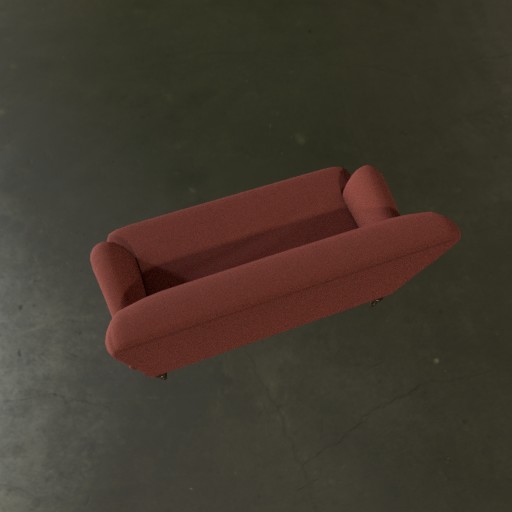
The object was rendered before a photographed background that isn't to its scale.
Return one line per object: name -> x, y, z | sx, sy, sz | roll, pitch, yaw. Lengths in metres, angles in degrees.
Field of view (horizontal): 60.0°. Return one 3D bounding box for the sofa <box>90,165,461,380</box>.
sofa -> 0.000, 0.000, 1.895 | 1.297, 0.889, 0.779 | -18, 62, -10
